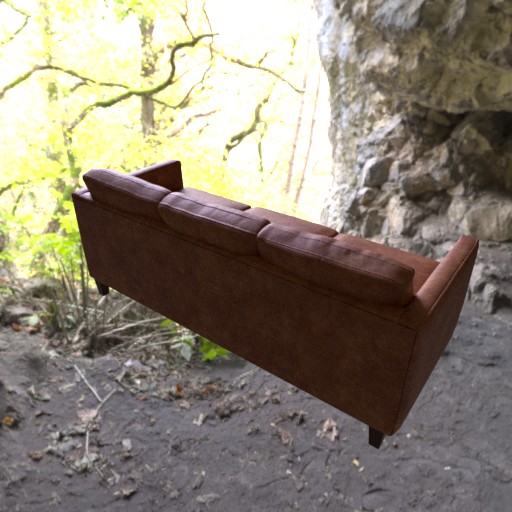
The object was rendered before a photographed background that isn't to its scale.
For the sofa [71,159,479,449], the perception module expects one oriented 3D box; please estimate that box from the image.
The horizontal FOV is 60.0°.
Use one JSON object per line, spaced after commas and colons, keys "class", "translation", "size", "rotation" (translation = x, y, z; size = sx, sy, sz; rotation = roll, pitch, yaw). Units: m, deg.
{"class": "sofa", "translation": [0.000, 0.000, 2.930], "size": [2.464, 1.006, 1.045], "rotation": [20, 35, 32]}
